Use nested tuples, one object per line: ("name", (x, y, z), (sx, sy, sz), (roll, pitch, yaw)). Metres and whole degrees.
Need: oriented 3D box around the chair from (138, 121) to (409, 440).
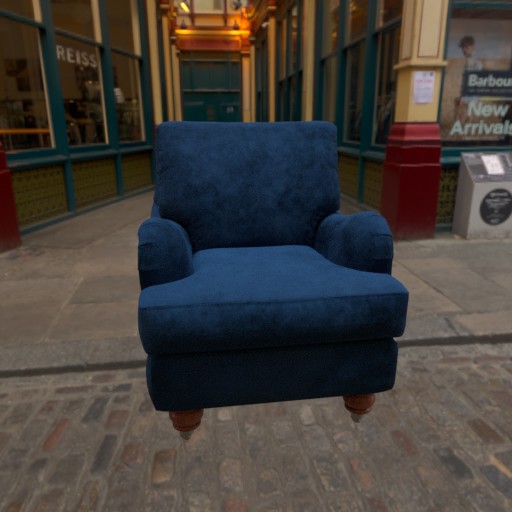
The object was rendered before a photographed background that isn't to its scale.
("chair", (0.000, 0.000, 1.850), (0.895, 1.076, 1.078), (-3, 17, -8))
